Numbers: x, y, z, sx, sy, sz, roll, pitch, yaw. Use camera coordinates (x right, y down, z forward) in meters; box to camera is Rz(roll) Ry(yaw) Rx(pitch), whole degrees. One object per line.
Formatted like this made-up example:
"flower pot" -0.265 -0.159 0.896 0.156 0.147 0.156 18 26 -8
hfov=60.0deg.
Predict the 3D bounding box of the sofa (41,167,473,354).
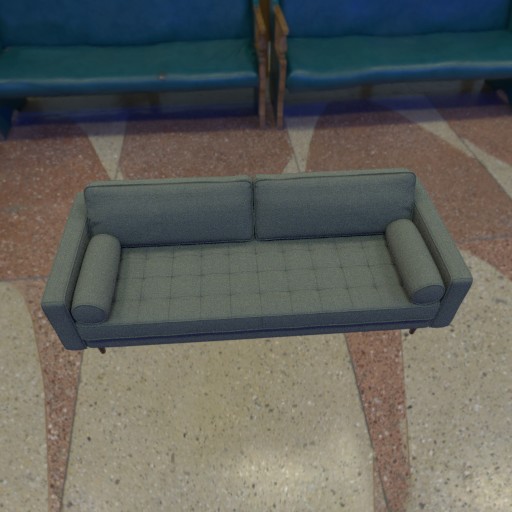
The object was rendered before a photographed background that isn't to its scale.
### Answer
"sofa" 0.000 0.000 2.650 2.198 0.762 0.914 -3 47 -3
